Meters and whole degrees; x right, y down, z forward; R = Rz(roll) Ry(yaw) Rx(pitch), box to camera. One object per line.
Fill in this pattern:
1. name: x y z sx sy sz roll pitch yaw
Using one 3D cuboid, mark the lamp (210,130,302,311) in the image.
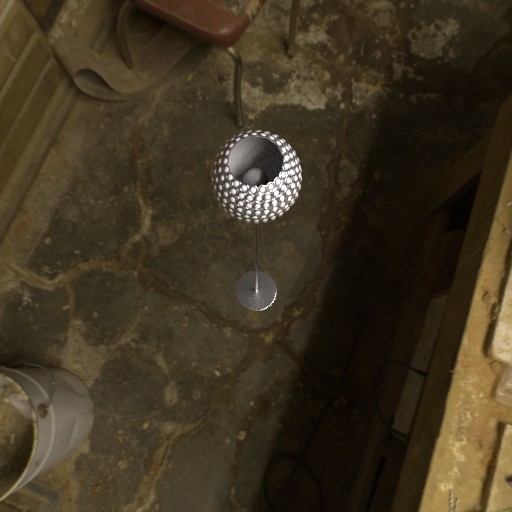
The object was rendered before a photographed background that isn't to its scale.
1. lamp: 0.000 0.000 1.896 0.254 1.805 0.254 0 76 0
